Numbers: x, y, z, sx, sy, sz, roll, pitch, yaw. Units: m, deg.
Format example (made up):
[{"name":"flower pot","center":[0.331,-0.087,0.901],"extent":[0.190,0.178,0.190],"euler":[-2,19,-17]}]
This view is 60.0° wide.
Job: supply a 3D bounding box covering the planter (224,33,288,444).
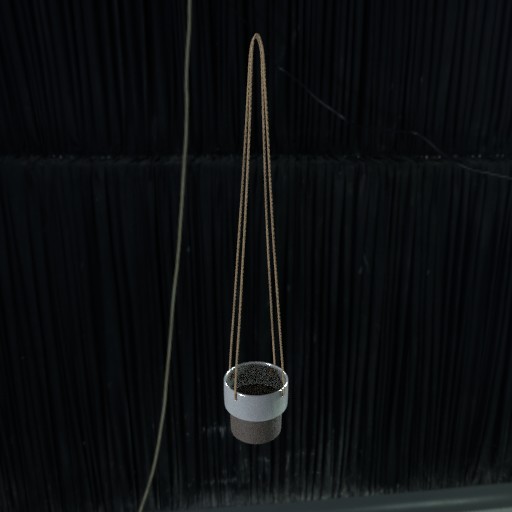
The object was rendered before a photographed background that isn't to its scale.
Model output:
[{"name":"planter","center":[0.000,0.000,1.183],"extent":[0.187,1.073,0.187],"euler":[-3,16,-9]}]
